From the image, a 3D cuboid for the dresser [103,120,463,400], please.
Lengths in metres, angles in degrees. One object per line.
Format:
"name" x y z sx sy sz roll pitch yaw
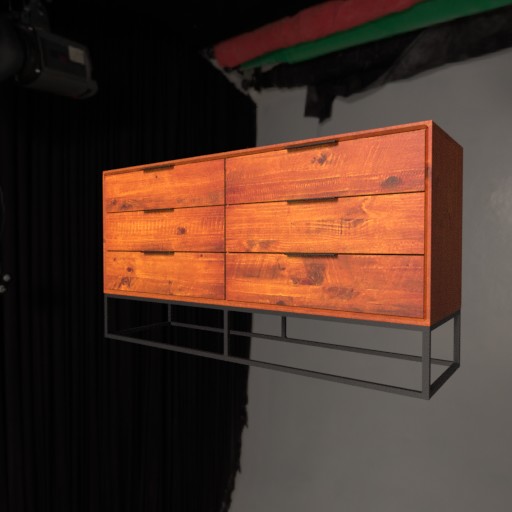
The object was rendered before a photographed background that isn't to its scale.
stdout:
"dresser" 0.000 0.000 1.893 1.536 0.810 0.464 1 2 36
